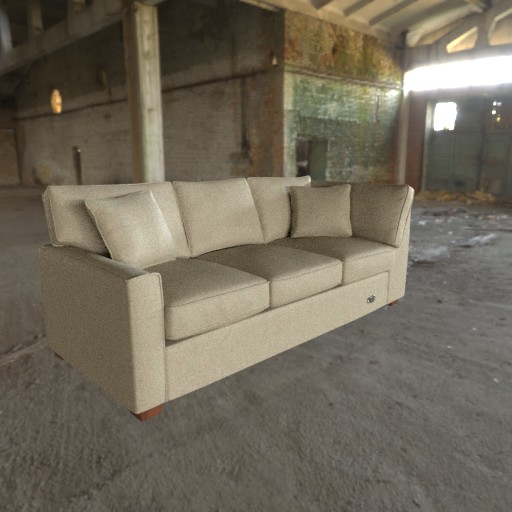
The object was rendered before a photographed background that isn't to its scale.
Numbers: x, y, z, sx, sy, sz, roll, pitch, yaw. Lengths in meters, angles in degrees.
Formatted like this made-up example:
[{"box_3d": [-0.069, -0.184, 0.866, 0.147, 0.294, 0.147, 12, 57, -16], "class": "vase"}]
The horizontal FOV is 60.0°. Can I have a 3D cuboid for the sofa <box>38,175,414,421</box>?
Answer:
[{"box_3d": [0.000, 0.000, 2.848, 2.317, 0.962, 1.061, -12, 17, -43], "class": "sofa"}]
